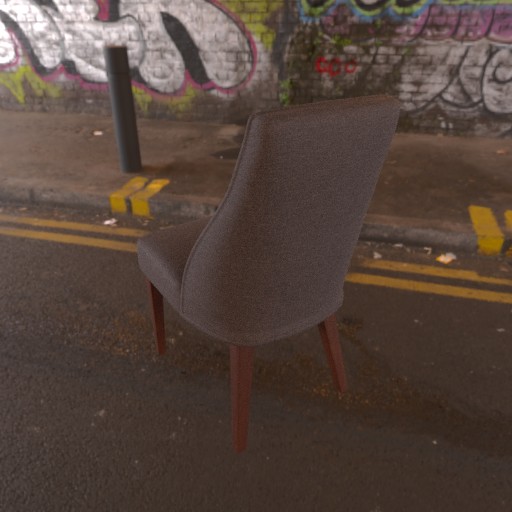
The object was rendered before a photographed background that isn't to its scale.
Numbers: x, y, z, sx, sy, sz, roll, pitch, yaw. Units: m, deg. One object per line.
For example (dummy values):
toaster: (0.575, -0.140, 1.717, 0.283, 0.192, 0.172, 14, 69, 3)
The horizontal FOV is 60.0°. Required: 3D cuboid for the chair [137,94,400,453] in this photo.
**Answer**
chair: (0.000, 0.000, 1.273, 0.500, 0.930, 0.620, -18, 34, -30)
